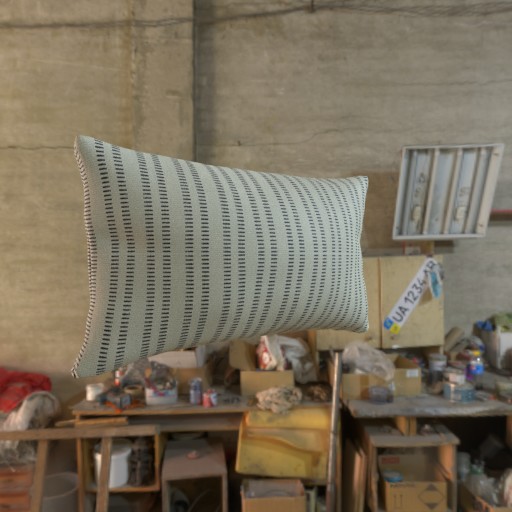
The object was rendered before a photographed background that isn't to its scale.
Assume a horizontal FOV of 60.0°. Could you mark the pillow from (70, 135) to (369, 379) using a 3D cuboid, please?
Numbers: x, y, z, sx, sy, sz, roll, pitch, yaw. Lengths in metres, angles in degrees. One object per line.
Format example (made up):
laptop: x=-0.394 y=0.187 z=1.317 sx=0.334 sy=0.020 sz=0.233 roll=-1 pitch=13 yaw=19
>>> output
pillow: x=0.000 y=0.000 z=0.814 sx=0.640 sy=0.353 sz=0.210 roll=-1 pitch=1 yaw=-36
